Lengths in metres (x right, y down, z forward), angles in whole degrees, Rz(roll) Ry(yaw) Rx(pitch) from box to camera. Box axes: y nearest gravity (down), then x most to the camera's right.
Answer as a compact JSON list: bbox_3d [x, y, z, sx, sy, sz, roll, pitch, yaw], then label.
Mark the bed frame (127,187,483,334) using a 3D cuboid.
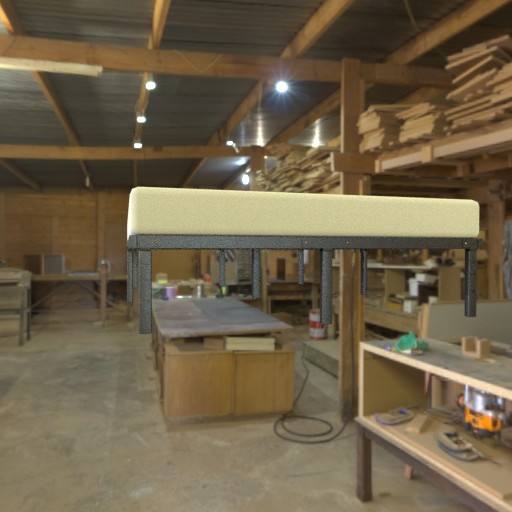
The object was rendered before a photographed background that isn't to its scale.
[{"bbox_3d":[0.000,0.000,3.552,1.990,0.680,2.635,0,1,-16],"label":"bed frame"}]
